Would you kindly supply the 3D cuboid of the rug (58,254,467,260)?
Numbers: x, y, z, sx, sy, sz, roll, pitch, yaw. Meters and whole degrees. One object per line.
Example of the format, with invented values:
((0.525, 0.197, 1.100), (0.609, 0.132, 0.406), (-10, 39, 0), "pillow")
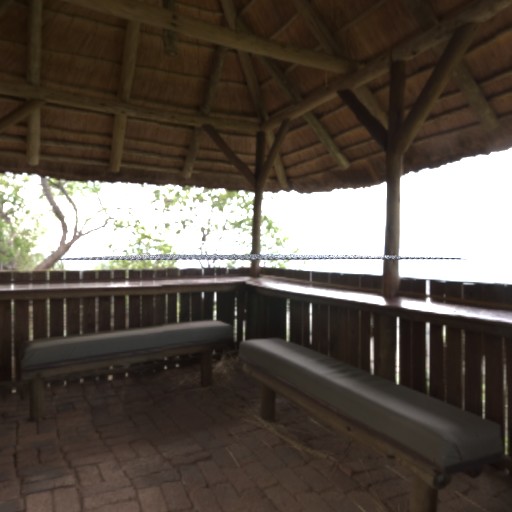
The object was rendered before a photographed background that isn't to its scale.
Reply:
((0.000, 0.000, 3.864), (2.256, 0.013, 2.910), (0, 1, -2), "rug")
